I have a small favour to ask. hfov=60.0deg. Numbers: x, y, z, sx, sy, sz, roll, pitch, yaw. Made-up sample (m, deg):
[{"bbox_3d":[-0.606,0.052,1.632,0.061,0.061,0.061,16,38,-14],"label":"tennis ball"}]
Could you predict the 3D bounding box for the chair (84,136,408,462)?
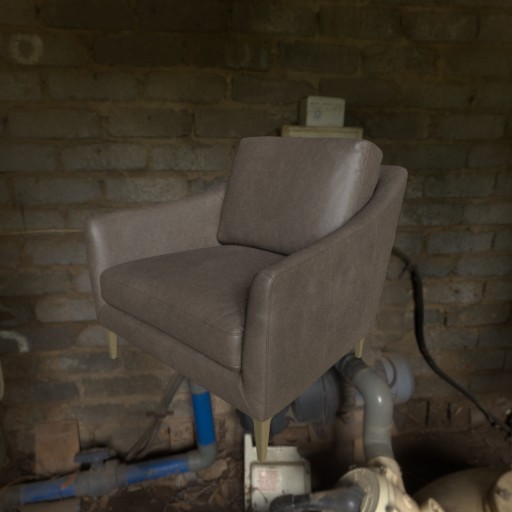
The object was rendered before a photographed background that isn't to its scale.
[{"bbox_3d":[0.000,0.000,1.748,0.988,0.901,0.961,15,22,42],"label":"chair"}]
